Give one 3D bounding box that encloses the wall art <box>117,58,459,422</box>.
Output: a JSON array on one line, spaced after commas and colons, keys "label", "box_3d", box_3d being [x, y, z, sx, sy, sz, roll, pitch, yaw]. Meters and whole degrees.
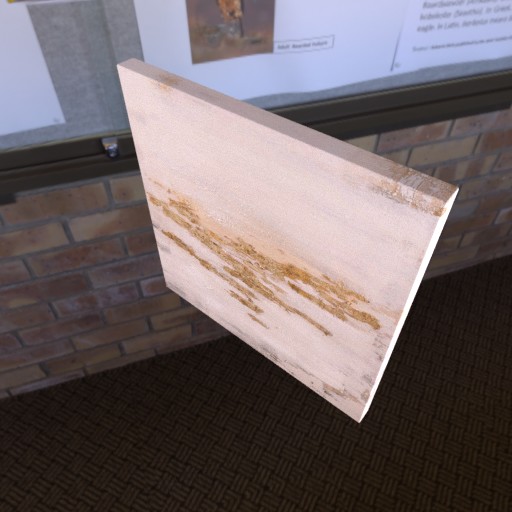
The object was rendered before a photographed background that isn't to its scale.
[{"label": "wall art", "box_3d": [0.000, 0.000, 0.886, 0.611, 0.613, 0.040, 31, 53, 26]}]
